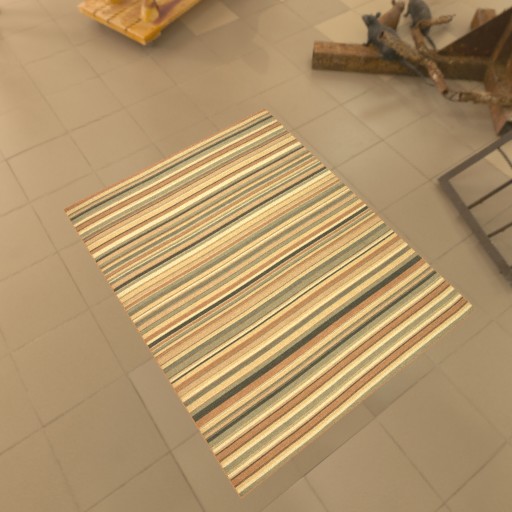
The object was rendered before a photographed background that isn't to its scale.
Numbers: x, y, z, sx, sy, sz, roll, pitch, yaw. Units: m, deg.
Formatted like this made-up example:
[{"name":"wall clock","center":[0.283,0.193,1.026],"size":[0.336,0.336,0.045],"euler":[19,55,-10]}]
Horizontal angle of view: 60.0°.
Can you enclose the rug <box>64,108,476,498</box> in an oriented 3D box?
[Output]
[{"name":"rug","center":[0.000,0.000,4.041],"size":[2.436,0.011,3.045],"euler":[-32,64,-17]}]
